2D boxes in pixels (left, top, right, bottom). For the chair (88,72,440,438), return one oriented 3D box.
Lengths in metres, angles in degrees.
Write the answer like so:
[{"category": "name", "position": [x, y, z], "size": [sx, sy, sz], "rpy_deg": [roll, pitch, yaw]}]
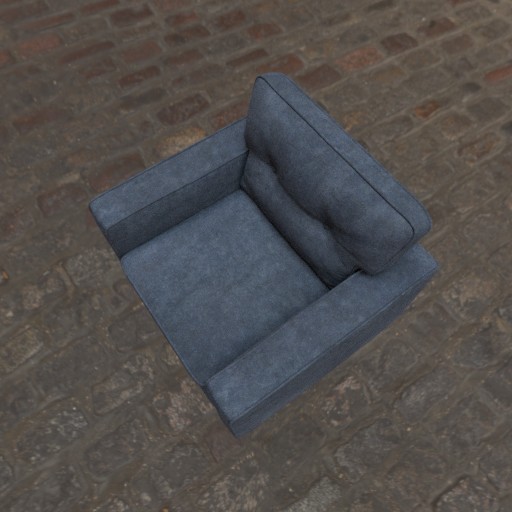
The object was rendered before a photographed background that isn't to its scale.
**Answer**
[{"category": "chair", "position": [0.000, 0.000, 1.791], "size": [0.939, 0.965, 1.015], "rpy_deg": [-33, 68, -15]}]
